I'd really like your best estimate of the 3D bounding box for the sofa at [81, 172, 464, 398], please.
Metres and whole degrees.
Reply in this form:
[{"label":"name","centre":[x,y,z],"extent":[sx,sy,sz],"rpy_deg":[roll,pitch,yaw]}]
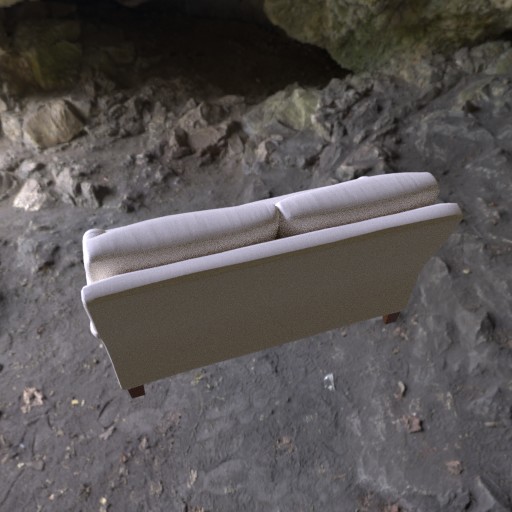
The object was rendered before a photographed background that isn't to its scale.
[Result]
[{"label":"sofa","centre":[0.000,0.000,2.583],"extent":[1.853,1.101,1.084],"rpy_deg":[-13,42,-15]}]
